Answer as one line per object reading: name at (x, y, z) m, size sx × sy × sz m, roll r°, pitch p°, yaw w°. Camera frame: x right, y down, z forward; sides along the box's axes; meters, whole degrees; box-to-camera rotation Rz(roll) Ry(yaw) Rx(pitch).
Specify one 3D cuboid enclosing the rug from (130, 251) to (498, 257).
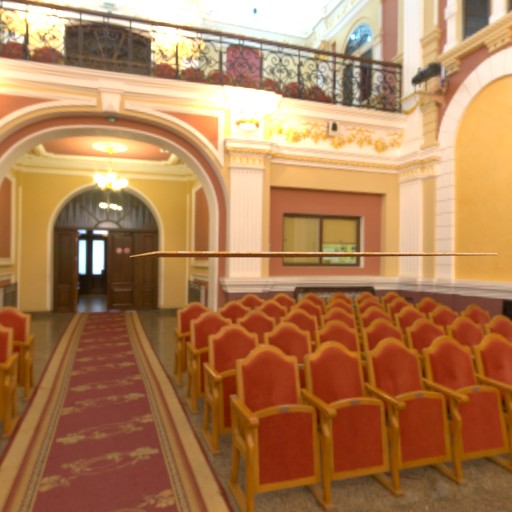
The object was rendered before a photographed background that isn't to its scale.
rug at (0.000, 0.000, 2.921) m, size 1.511 × 0.010 × 2.424 m, roll 0°, pitch 0°, yaw -18°
